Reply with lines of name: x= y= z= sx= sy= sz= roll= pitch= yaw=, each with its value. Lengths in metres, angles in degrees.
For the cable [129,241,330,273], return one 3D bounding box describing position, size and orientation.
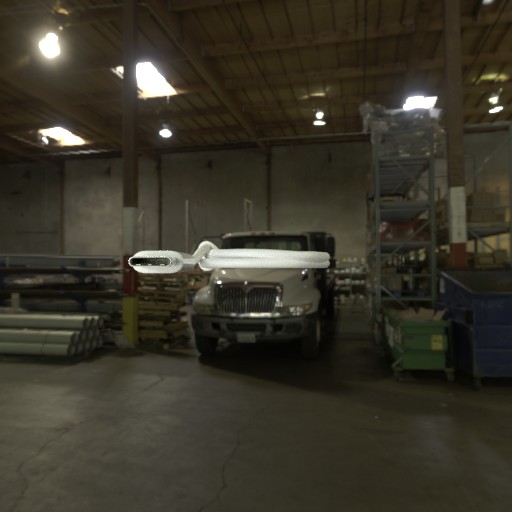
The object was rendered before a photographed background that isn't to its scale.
cable: x=0.000 y=0.000 z=0.209 sx=0.070 sy=0.014 sz=0.186 roll=0 pitch=-1 yaw=0
